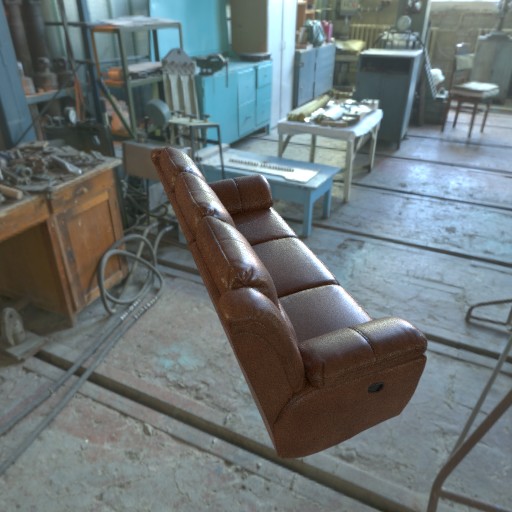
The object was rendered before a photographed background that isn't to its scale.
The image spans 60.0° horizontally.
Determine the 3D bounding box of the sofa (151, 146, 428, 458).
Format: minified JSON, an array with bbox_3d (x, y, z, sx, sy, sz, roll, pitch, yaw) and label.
[{"bbox_3d":[0.000,0.000,2.875,0.991,1.043,2.337,-10,32,-16],"label":"sofa"}]
